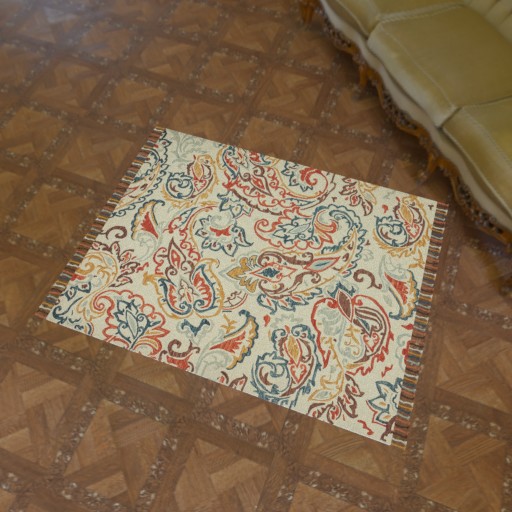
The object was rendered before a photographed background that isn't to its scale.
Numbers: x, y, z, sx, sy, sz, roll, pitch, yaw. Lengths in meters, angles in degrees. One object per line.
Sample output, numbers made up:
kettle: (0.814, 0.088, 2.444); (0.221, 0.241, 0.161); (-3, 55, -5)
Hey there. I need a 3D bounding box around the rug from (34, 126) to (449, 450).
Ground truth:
rug: (0.000, 0.000, 4.199); (3.274, 0.015, 2.439); (17, 62, 10)
